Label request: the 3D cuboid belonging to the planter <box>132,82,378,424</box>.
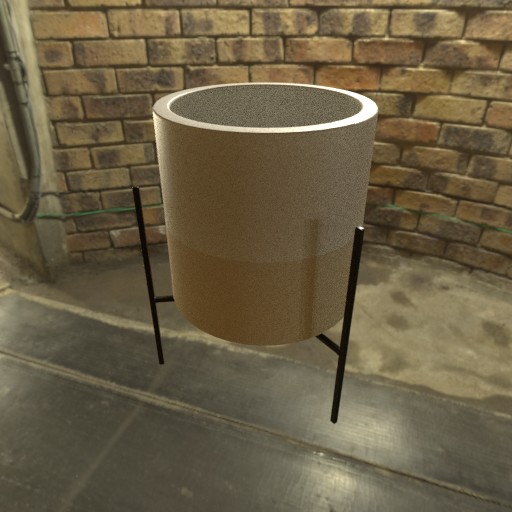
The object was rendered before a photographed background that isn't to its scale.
[{"bbox_3d":[0.000,0.000,0.549,0.267,0.362,0.263,-10,32,-16],"label":"planter"}]
